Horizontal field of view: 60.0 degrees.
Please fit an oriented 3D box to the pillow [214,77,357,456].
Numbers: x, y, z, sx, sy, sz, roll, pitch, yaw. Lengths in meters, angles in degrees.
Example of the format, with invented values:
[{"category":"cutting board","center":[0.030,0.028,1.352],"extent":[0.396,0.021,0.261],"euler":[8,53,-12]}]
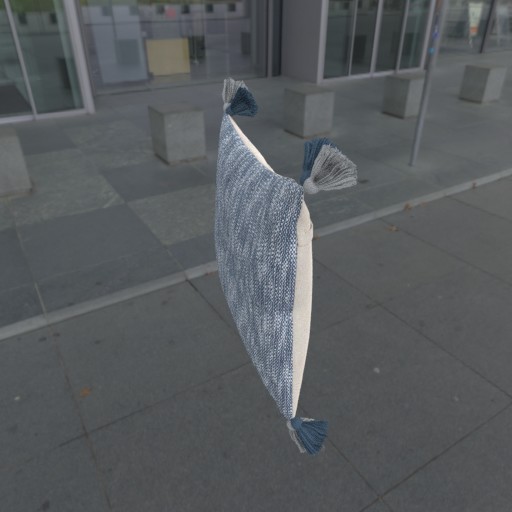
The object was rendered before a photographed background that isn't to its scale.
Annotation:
[{"category":"pillow","center":[0.000,0.000,0.935],"extent":[0.138,0.634,0.614],"euler":[-9,32,-14]}]
